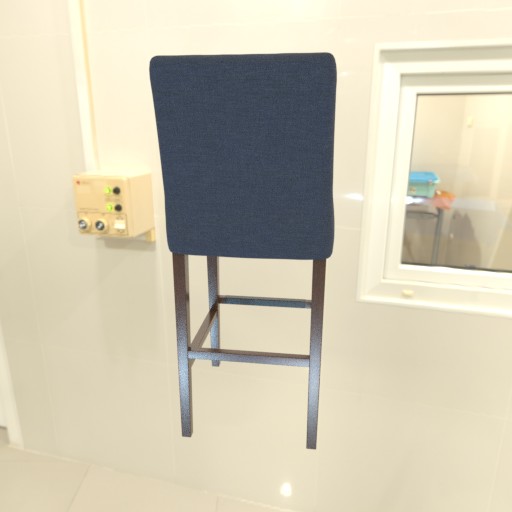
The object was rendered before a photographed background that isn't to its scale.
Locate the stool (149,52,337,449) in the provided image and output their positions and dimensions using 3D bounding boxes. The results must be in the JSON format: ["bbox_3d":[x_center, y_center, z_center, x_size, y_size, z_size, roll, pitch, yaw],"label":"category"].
[{"bbox_3d":[0.000,0.000,1.362,0.470,1.078,0.577,2,17,8],"label":"stool"}]
